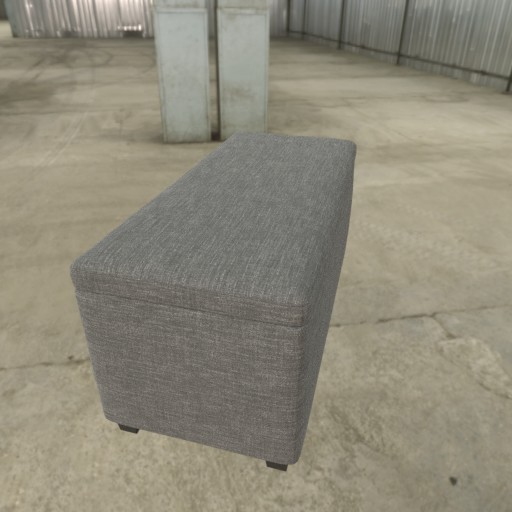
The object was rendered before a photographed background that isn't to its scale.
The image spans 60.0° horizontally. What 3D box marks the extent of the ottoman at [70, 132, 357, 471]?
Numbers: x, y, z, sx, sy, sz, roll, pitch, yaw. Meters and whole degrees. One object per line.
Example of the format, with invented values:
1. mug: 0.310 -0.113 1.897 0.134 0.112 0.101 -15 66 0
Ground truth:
1. ottoman: 0.000 0.000 1.132 0.419 0.432 0.902 8 31 14
